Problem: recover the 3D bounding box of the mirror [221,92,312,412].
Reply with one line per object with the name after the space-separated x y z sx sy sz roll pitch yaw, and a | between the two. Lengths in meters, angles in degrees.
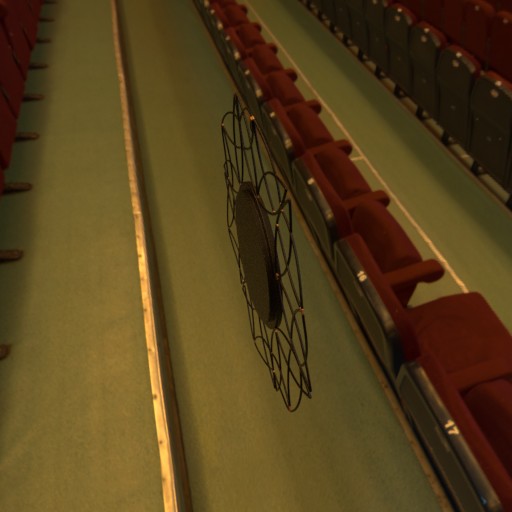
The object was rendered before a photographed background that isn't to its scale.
0.000 0.000 1.134 0.028 0.775 0.797 -11 47 -10 | mirror
